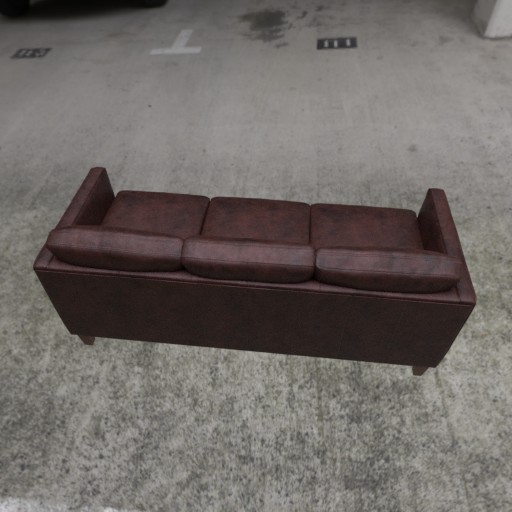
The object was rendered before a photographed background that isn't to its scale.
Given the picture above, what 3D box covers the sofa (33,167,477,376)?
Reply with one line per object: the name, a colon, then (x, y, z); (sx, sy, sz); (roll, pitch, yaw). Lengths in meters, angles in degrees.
sofa: (0.000, 0.000, 2.979); (2.464, 1.006, 1.045); (4, 47, 4)
